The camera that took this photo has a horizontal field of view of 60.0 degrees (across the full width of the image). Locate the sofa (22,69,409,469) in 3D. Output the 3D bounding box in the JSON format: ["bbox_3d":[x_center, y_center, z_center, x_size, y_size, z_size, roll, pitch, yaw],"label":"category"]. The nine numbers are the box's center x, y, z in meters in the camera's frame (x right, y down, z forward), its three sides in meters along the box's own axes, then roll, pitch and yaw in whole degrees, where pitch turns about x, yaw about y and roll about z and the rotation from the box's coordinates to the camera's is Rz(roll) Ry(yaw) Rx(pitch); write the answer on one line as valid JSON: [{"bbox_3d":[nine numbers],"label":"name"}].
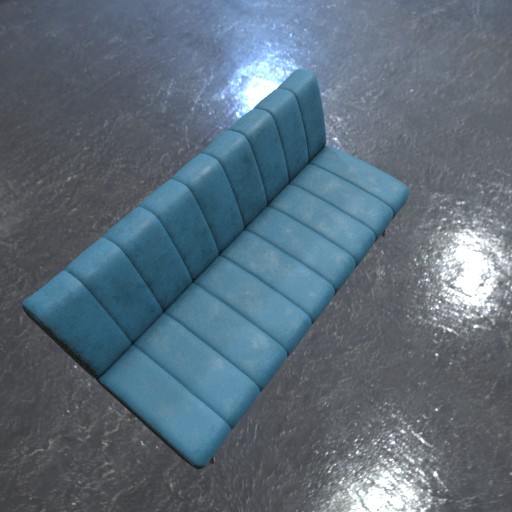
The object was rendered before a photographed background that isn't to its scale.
[{"bbox_3d":[0.000,0.000,2.206,0.830,0.825,1.810,33,63,19],"label":"sofa"}]
